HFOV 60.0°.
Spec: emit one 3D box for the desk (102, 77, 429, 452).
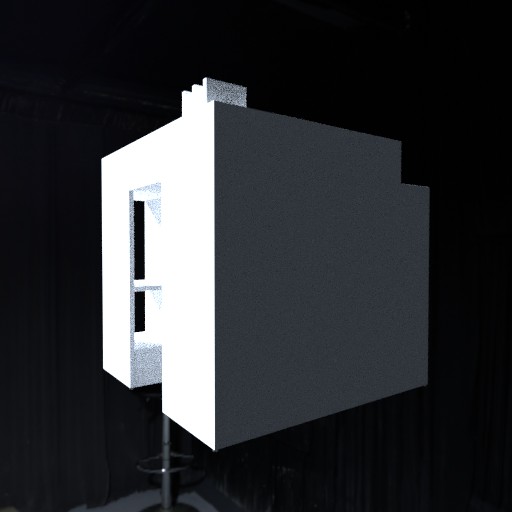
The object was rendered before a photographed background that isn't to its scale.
[{"bbox_3d":[0.000,0.000,1.789,0.940,0.986,0.940,-1,2,-36],"label":"desk"}]
